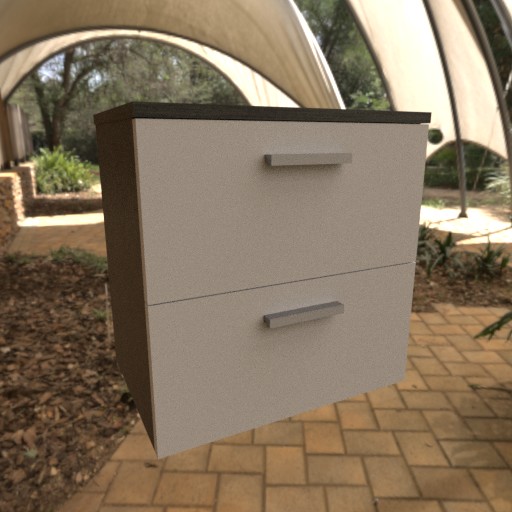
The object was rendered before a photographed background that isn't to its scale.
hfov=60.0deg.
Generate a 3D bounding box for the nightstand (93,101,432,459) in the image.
[{"bbox_3d":[0.000,0.000,0.751,0.441,0.460,0.325,-7,17,-26],"label":"nightstand"}]
